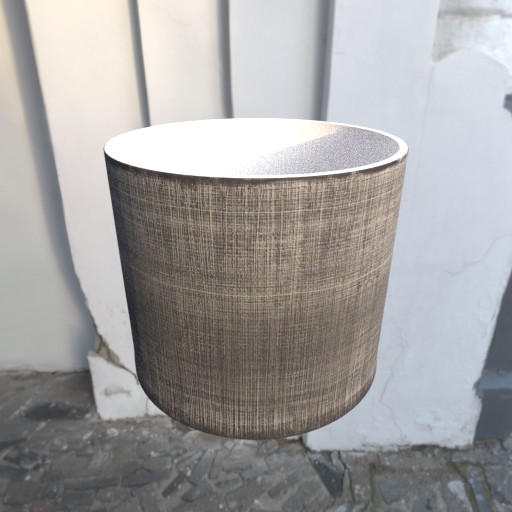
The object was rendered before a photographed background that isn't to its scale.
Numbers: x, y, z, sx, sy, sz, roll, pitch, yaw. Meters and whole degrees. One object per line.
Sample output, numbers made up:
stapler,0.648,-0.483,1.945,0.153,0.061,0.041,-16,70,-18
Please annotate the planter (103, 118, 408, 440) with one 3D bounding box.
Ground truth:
planter,0.000,0.000,0.304,0.178,0.157,0.178,0,25,0
